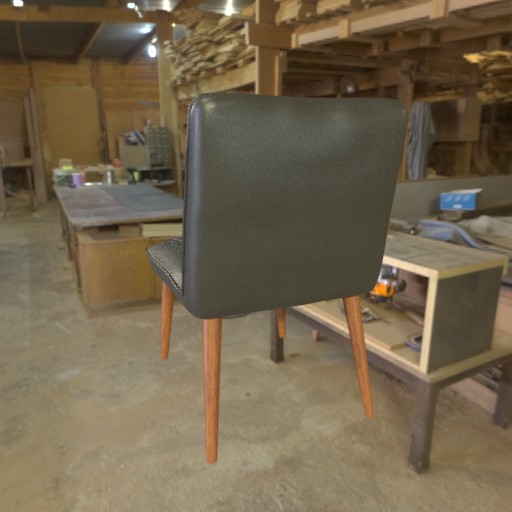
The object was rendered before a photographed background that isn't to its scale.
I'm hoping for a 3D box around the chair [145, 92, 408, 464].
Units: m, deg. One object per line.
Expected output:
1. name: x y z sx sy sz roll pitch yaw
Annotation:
1. chair: 0.000 0.000 1.228 0.543 0.801 0.645 -8 17 -26
